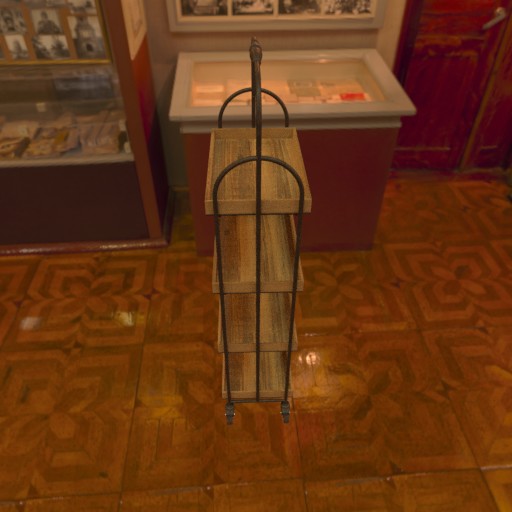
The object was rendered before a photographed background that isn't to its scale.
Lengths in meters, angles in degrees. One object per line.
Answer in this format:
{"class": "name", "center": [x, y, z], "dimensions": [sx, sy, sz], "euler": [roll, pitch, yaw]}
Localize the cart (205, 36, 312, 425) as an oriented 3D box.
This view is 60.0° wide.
{"class": "cart", "center": [0.000, 0.000, 1.682], "dimensions": [0.308, 1.481, 0.581], "euler": [-1, 41, -1]}
